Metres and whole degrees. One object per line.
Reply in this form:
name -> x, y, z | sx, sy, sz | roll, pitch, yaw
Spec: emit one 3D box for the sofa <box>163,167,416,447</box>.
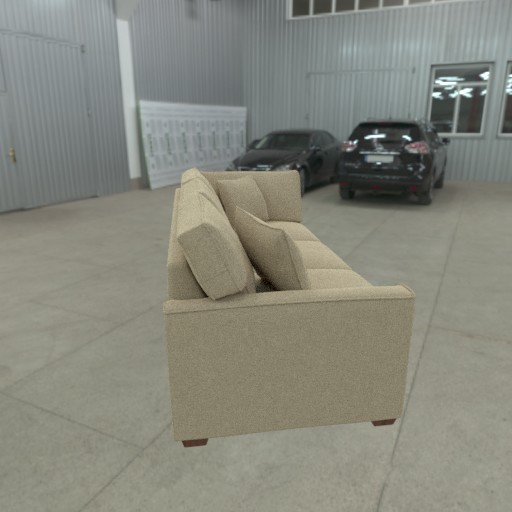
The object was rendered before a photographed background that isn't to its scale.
sofa -> 0.000, 0.000, 2.841 | 1.061, 0.962, 2.317 | -3, 17, -9
